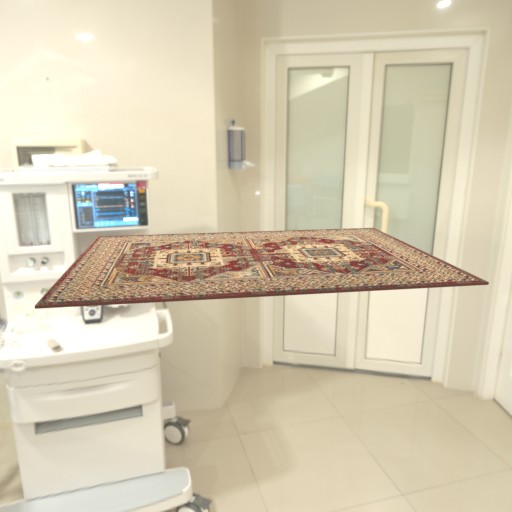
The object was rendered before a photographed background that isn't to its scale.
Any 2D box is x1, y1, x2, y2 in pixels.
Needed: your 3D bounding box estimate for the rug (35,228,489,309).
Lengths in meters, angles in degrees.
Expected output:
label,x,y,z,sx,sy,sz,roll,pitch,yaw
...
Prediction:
label,x,y,z,sx,sy,sz,roll,pitch,yaw
rug,0.000,0.000,5.854,4.578,0.033,3.033,-2,15,-8
